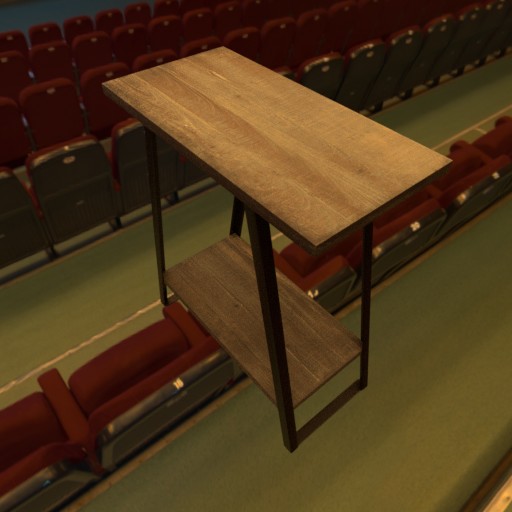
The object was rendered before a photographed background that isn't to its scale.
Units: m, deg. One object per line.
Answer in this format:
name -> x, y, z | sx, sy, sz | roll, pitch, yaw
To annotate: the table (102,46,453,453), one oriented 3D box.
table -> 0.000, 0.000, 1.032 | 0.300, 0.701, 0.599 | -31, 53, -26
